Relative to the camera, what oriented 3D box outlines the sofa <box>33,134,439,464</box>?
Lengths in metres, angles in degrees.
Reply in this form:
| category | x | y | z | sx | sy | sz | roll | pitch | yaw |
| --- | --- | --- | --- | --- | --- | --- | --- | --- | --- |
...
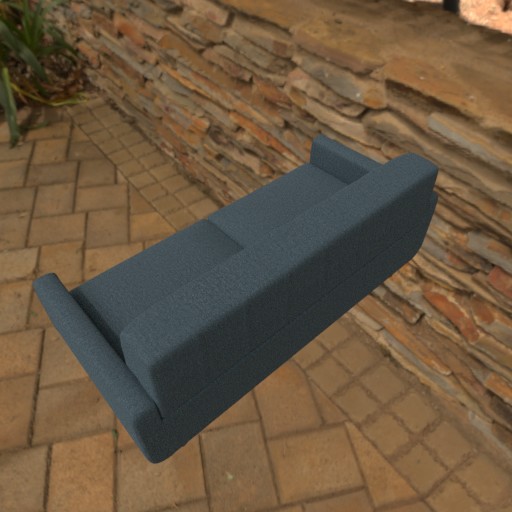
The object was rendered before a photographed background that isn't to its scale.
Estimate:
| category | x | y | z | sx | sy | sz | roll | pitch | yaw |
| --- | --- | --- | --- | --- | --- | --- | --- | --- | --- |
| sofa | 0.000 | 0.000 | 2.458 | 2.055 | 0.884 | 0.942 | -32 | 54 | -28 |
